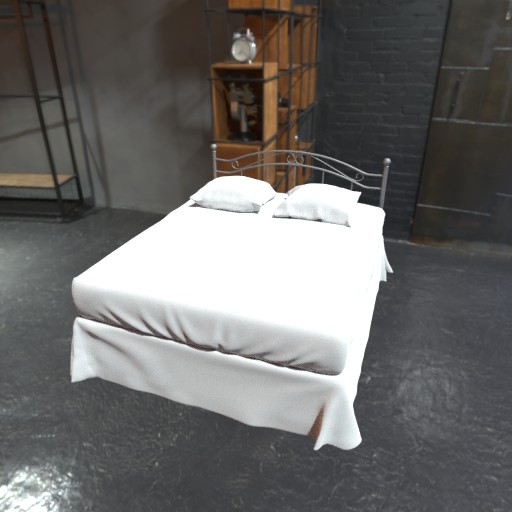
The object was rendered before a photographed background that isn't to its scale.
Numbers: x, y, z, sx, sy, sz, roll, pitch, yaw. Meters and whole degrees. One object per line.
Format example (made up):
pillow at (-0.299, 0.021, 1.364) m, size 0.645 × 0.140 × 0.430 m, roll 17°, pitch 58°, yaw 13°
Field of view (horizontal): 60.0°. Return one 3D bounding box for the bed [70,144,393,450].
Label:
bed at (0.000, 0.000, 3.271) m, size 1.936 × 1.080 × 2.215 m, roll 9°, pitch 28°, yaw 17°
